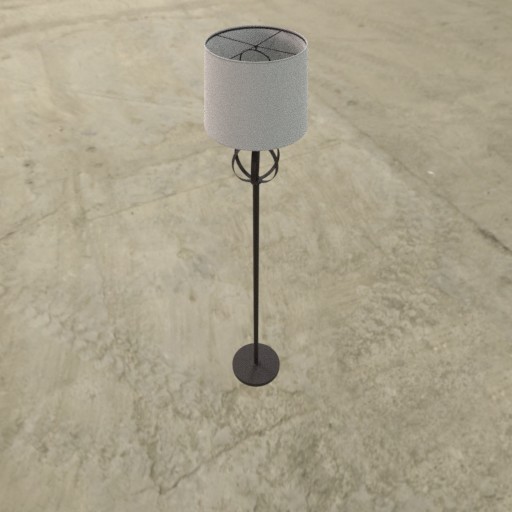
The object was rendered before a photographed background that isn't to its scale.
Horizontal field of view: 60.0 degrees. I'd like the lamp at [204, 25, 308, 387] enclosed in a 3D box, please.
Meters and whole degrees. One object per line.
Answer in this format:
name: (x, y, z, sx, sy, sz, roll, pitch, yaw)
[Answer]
lamp: (0.000, 0.000, 1.592, 0.286, 1.462, 0.286, 2, 45, 2)
